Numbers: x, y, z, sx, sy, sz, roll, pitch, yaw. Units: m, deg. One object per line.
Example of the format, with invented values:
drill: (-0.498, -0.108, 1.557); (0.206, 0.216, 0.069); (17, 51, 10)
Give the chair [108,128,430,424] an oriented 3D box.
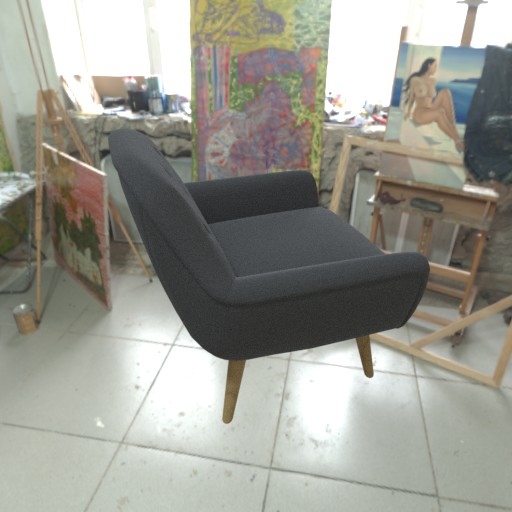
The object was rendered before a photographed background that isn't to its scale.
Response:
chair: (0.000, 0.000, 1.413); (0.779, 0.800, 0.770); (-10, 31, -16)
